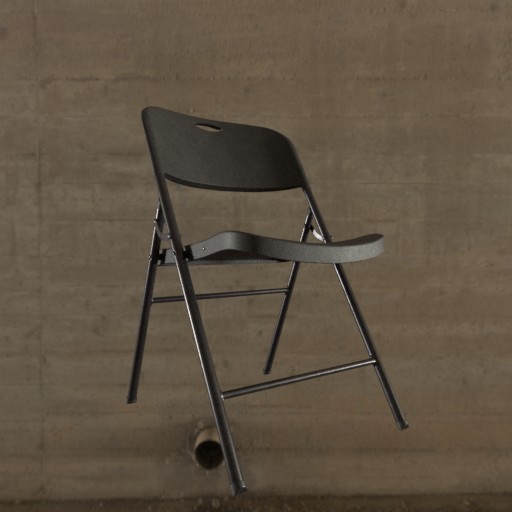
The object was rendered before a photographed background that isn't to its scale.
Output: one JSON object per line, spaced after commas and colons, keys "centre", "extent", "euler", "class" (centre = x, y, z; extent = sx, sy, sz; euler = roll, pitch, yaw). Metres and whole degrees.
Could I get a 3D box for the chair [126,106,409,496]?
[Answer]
{"centre": [0.000, 0.000, 1.120], "extent": [0.494, 0.810, 0.566], "euler": [-1, 2, -35], "class": "chair"}
